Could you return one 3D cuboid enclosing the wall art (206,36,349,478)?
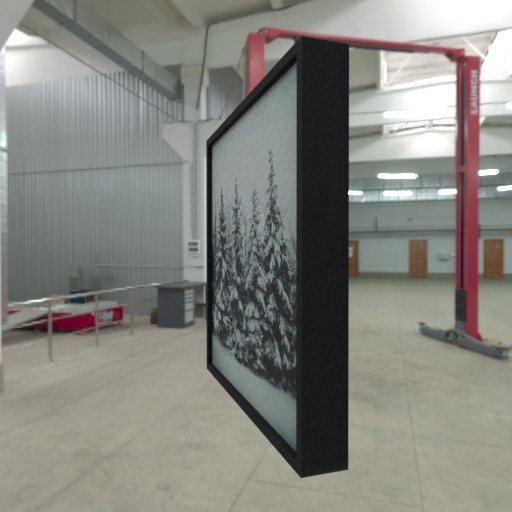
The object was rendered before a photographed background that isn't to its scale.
[{"bbox_3d":[0.000,0.000,0.456,0.037,0.305,0.305,0,1,-19],"label":"wall art"}]
